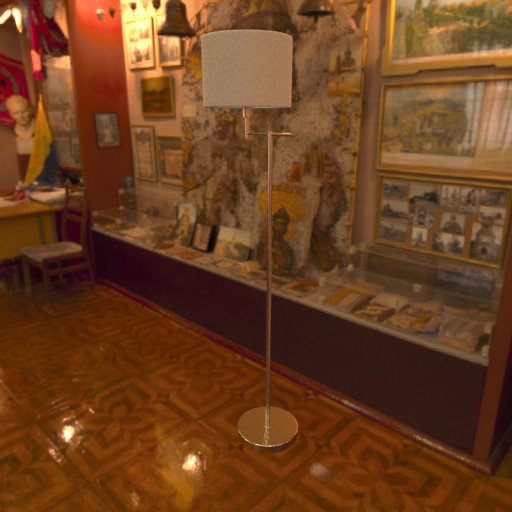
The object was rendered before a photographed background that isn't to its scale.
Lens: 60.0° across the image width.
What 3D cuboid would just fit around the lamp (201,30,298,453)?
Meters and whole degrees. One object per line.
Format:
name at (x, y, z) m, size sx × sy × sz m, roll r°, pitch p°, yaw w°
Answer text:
lamp at (0.000, 0.000, 1.781) m, size 0.324 × 1.600 × 0.416 m, roll -16°, pitch 23°, yaw -42°
